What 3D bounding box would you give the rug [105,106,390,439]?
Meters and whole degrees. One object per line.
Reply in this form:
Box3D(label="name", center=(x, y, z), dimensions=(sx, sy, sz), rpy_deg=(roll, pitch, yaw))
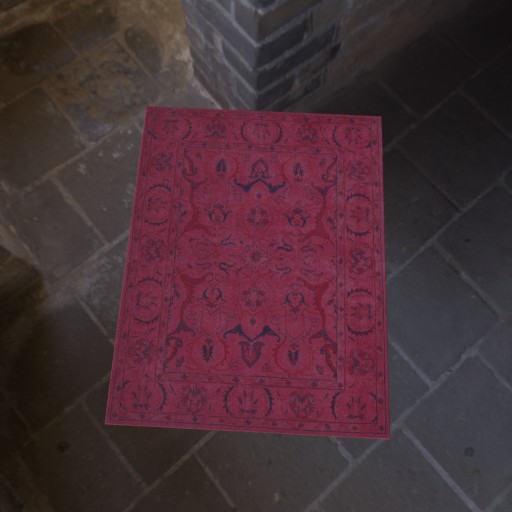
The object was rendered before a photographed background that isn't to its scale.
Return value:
Box3D(label="rug", center=(0.000, 0.000, 3.945), dimensions=(2.300, 0.012, 2.929), rpy_deg=(3, 75, 1))
